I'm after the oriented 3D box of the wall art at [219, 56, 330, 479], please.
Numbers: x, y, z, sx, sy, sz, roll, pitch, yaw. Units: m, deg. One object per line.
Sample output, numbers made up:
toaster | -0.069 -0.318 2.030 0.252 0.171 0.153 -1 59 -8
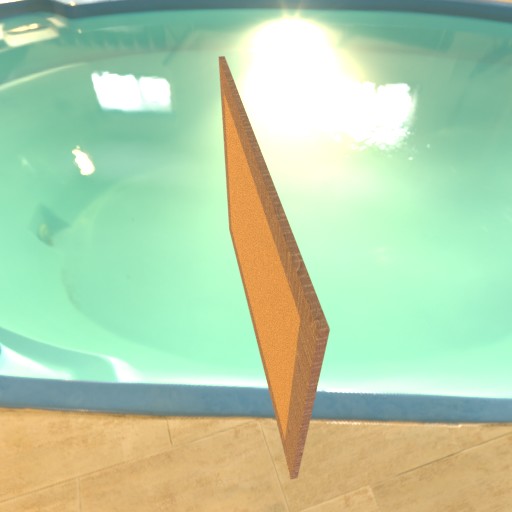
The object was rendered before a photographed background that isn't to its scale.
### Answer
wall art | 0.000 0.000 1.340 0.020 0.761 1.056 -9 48 -8
